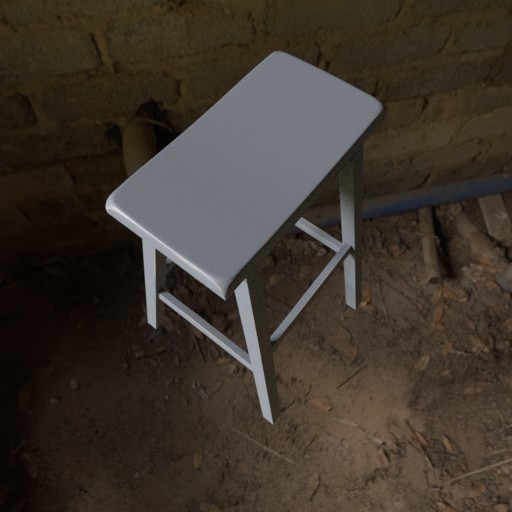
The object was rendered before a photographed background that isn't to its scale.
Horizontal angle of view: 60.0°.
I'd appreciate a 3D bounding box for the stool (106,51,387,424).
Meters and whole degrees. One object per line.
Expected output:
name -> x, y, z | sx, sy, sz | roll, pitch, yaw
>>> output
stool -> 0.000, 0.000, 1.039 | 0.476, 0.737, 0.457 | 35, 67, 17
